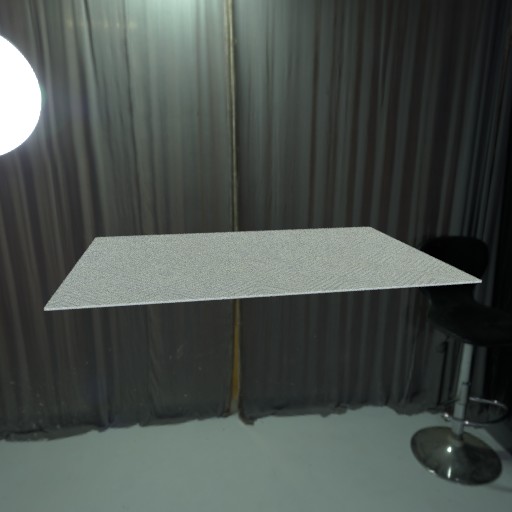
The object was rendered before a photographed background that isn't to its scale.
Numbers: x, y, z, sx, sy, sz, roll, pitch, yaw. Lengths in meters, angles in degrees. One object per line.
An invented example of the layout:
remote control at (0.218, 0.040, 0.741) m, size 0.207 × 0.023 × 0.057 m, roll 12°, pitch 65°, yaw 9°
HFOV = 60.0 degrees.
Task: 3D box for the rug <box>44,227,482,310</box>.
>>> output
rug at (0.000, 0.000, 2.279) m, size 1.753 × 0.008 × 1.143 m, roll -3°, pitch 16°, yaw -10°
